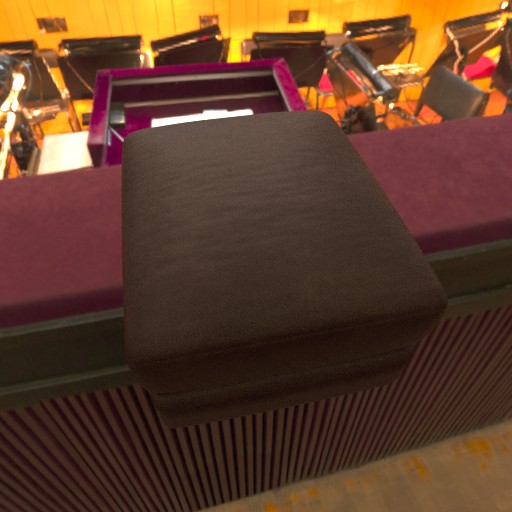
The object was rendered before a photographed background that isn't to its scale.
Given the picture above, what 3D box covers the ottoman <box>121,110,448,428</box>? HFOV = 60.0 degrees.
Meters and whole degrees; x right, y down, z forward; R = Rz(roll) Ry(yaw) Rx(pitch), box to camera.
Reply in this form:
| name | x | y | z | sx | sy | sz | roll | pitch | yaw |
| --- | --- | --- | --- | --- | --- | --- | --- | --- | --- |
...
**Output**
| name | x | y | z | sx | sy | sz | roll | pitch | yaw |
| --- | --- | --- | --- | --- | --- | --- | --- | --- | --- |
| ottoman | 0.000 | 0.000 | 1.253 | 0.670 | 0.569 | 0.806 | -9 | 47 | -8 |
